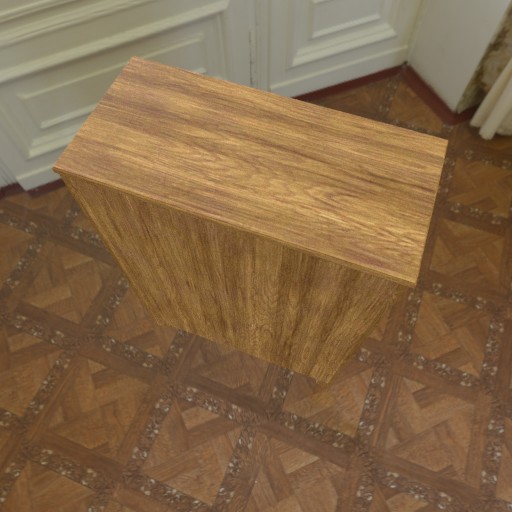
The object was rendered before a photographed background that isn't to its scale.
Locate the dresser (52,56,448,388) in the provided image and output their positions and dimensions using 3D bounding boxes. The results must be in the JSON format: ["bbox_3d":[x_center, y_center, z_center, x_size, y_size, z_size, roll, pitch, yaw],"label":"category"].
[{"bbox_3d":[0.000,0.000,1.971,1.081,1.431,0.558,18,65,9],"label":"dresser"}]
